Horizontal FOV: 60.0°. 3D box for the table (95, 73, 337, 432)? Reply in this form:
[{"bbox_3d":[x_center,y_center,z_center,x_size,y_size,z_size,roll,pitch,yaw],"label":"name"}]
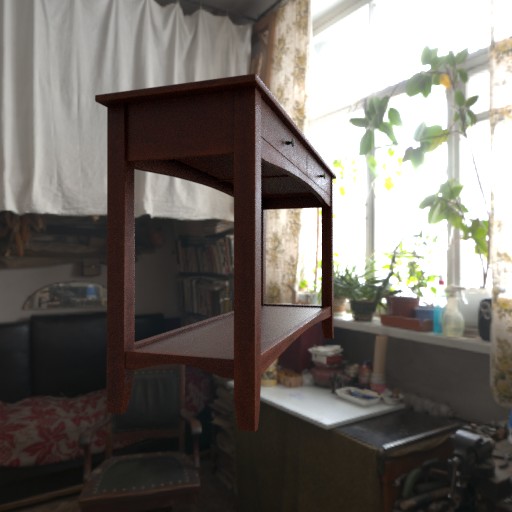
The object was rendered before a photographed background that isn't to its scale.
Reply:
[{"bbox_3d":[0.000,0.000,1.521,0.392,0.739,1.188,0,0,18],"label":"table"}]
